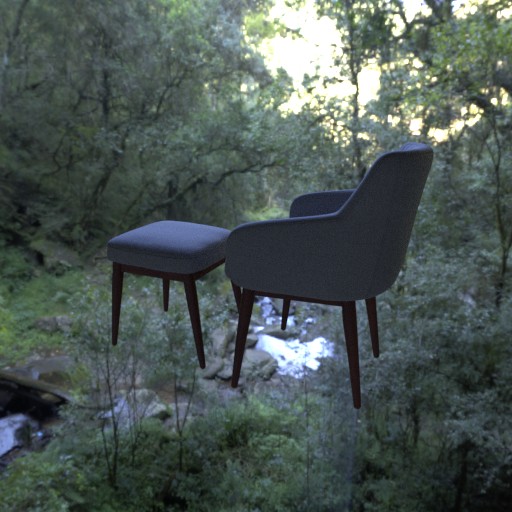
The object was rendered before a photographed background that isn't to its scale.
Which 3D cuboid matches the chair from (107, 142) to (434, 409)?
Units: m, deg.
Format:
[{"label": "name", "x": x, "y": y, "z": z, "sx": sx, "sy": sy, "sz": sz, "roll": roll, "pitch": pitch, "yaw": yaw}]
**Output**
[{"label": "chair", "x": 0.000, "y": 0.000, "z": 1.592, "sx": 1.107, "sy": 0.799, "sz": 0.584, "roll": 8, "pitch": 20, "yaw": 23}]
